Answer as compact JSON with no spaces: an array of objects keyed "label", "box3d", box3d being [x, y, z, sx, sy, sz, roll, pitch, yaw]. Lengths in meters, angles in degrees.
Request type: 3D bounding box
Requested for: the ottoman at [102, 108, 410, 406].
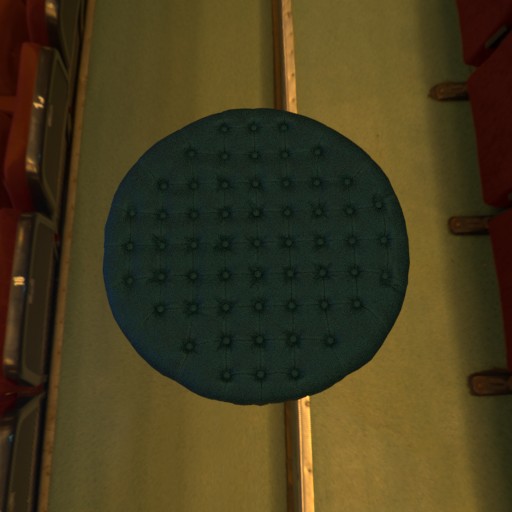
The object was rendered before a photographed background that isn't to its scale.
[{"label":"ottoman","box3d":[0.000,0.000,1.551,0.998,0.398,0.998,0,76,0]}]
